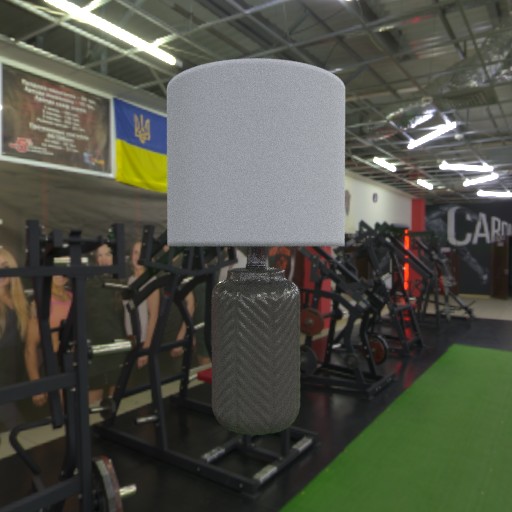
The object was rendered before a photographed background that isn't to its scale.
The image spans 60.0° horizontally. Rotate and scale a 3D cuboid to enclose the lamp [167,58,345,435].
[{"bbox_3d":[0.000,0.000,0.519,0.203,0.389,0.203,1,2,36],"label":"lamp"}]
